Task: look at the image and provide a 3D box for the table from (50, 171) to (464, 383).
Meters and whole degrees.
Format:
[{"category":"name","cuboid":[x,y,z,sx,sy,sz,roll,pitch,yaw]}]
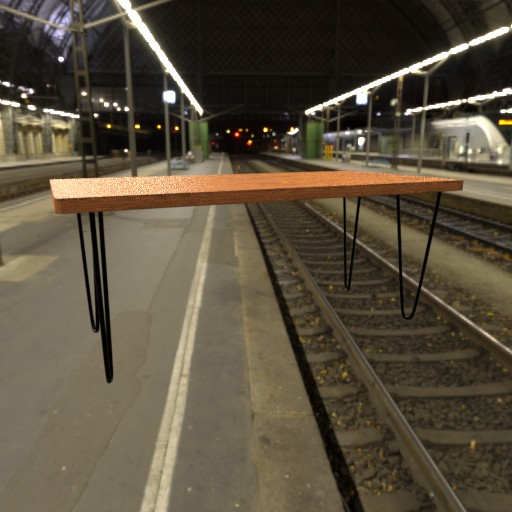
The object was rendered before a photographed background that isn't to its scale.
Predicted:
[{"category":"table","cuboid":[0.000,0.000,2.215,1.791,0.753,0.883,-6,15,-24]}]
